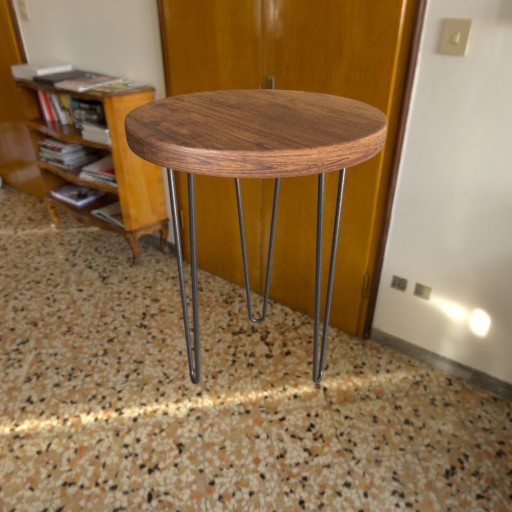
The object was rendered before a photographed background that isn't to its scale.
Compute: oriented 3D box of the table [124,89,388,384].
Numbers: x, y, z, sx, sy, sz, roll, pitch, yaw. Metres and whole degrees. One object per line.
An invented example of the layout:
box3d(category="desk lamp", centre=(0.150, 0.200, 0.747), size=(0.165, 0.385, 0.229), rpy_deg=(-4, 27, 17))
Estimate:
box3d(category="table", centre=(0.000, 0.000, 0.823), size=(0.400, 0.520, 0.400), rpy_deg=(0, 30, 0))
